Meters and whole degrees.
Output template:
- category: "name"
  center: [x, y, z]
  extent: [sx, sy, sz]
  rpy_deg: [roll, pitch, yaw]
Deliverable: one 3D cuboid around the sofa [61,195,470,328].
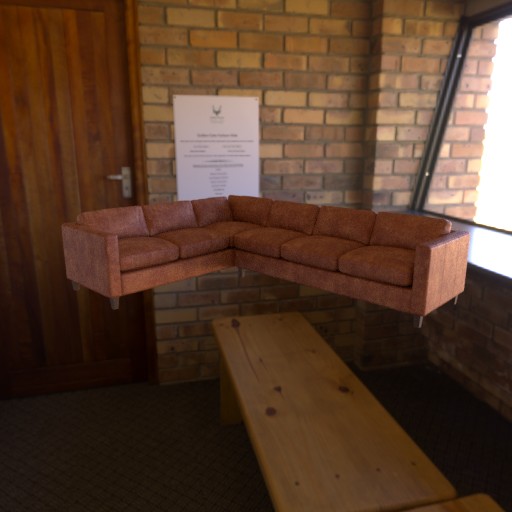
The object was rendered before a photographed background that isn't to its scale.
- category: "sofa"
  center: [0.000, 0.000, 4.344]
  extent: [3.150, 0.838, 2.438]
  rpy_deg: [13, 19, 42]
